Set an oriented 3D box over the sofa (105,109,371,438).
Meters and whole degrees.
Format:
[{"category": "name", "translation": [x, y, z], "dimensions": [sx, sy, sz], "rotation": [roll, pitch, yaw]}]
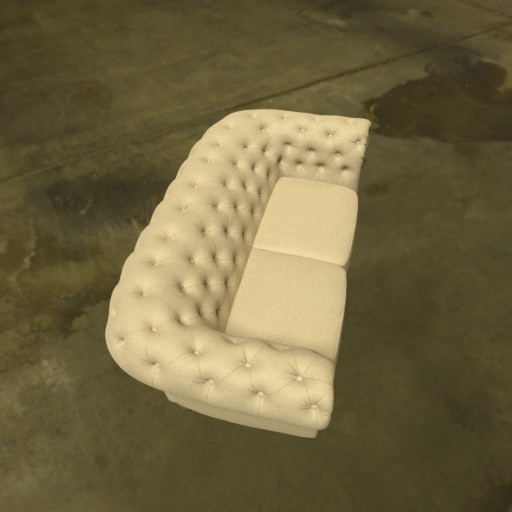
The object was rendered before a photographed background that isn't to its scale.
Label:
[{"category": "sofa", "translation": [0.000, 0.000, 2.517], "dimensions": [1.069, 0.835, 1.988], "rotation": [10, 49, 9]}]
